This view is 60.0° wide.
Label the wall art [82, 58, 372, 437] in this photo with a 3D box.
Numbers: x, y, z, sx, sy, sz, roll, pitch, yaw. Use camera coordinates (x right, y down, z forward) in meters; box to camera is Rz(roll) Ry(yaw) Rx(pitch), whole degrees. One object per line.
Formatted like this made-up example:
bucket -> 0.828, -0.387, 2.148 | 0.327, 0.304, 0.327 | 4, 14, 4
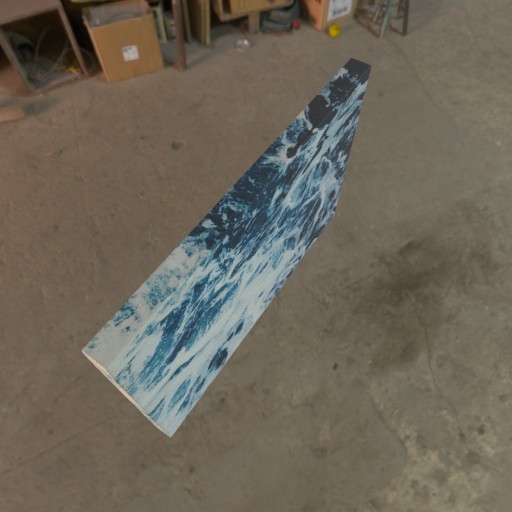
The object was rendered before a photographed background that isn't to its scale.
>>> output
wall art -> 0.000, 0.000, 0.768 | 0.043, 0.407, 0.609 | 30, 63, 17
